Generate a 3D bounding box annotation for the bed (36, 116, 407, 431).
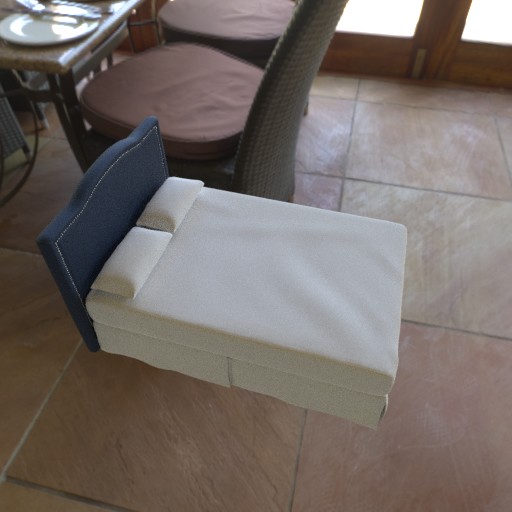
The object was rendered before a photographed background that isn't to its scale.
[{"bbox_3d":[0.000,0.000,3.636,2.507,1.441,1.741,12,48,11],"label":"bed"}]
